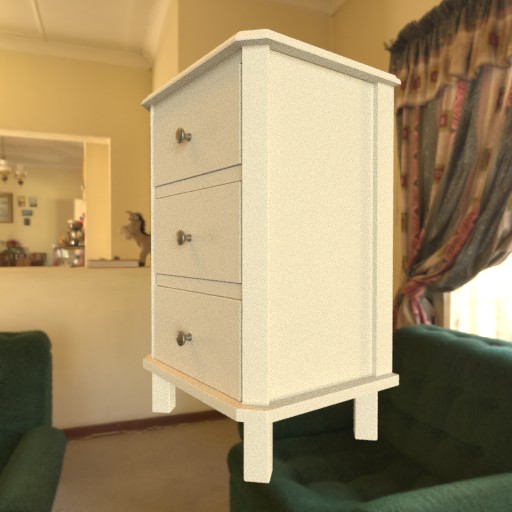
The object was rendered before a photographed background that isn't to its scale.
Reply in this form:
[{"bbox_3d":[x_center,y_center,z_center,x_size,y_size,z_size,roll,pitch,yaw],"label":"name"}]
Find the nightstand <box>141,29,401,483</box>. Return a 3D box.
[{"bbox_3d":[0.000,0.000,0.903,0.351,0.681,0.435,-1,1,-36],"label":"nightstand"}]
